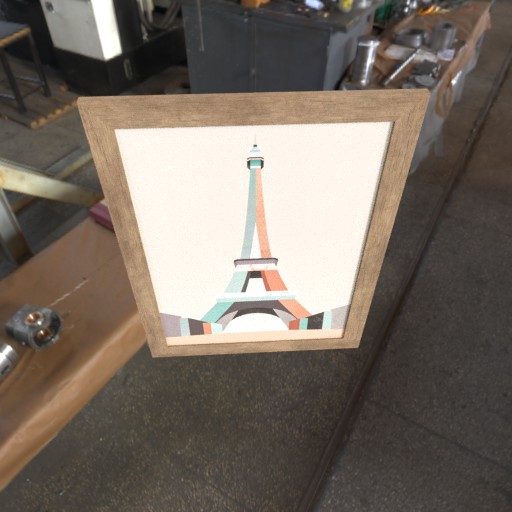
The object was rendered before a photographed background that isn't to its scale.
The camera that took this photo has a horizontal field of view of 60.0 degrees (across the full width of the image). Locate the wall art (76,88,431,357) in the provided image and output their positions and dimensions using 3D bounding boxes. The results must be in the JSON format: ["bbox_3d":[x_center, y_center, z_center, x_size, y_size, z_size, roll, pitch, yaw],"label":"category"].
[{"bbox_3d":[0.000,0.000,0.913,0.534,0.686,0.018,-2,45,-2],"label":"wall art"}]
